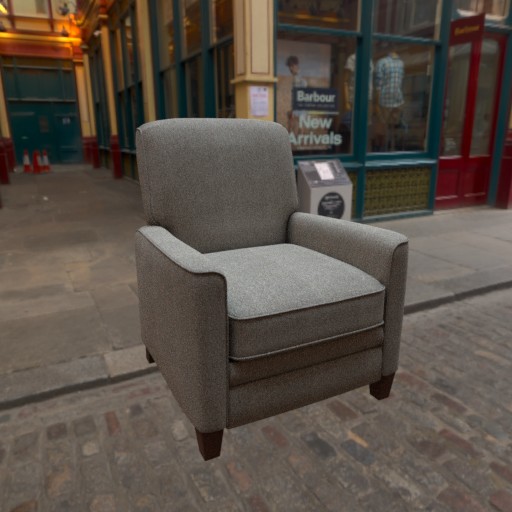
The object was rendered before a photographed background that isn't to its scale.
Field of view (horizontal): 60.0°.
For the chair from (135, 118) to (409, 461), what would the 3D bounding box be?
[{"bbox_3d":[0.000,0.000,1.707,0.841,1.028,0.858,-8,18,-26],"label":"chair"}]
